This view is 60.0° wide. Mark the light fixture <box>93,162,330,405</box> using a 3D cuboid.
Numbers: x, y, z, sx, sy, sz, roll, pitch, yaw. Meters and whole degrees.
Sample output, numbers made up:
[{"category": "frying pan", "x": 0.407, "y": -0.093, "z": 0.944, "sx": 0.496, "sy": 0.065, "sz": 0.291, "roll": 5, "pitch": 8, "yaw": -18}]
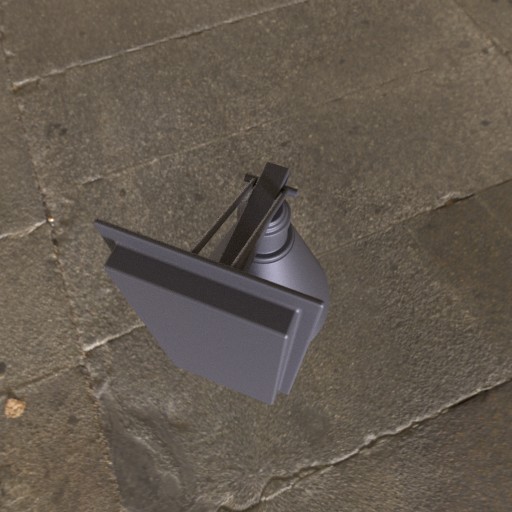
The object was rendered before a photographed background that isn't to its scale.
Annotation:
[{"category": "light fixture", "x": 0.000, "y": 0.000, "z": 0.422, "sx": 0.170, "sy": 0.298, "sz": 0.207, "roll": 20, "pitch": 65, "yaw": 9}]
